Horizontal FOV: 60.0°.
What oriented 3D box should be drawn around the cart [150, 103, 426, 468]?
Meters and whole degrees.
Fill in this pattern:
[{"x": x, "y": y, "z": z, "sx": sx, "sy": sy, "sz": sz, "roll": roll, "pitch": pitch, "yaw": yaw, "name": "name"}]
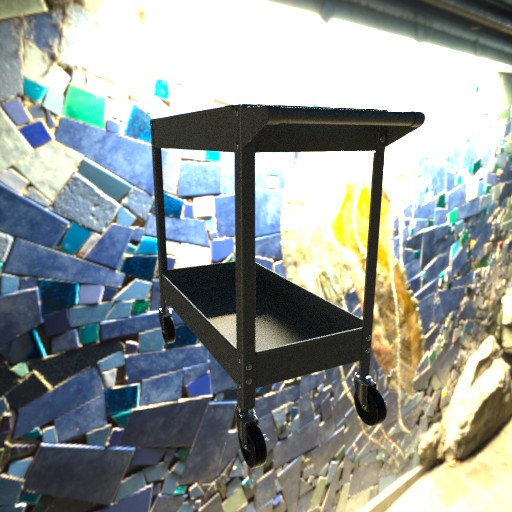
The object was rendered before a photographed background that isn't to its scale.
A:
[{"x": 0.000, "y": 0.000, "z": 1.179, "sx": 0.366, "sy": 0.719, "sz": 0.779, "roll": -7, "pitch": 16, "yaw": -25, "name": "cart"}]
